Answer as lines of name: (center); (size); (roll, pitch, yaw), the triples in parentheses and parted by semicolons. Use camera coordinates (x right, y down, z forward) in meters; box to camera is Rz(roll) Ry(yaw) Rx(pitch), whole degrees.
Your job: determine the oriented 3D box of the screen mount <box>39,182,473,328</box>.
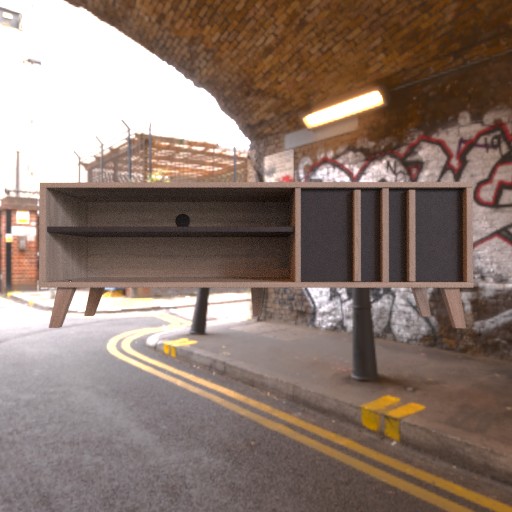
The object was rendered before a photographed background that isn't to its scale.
screen mount: (0.000, 0.000, 1.731); (1.500, 0.509, 0.401); (0, 0, 0)
